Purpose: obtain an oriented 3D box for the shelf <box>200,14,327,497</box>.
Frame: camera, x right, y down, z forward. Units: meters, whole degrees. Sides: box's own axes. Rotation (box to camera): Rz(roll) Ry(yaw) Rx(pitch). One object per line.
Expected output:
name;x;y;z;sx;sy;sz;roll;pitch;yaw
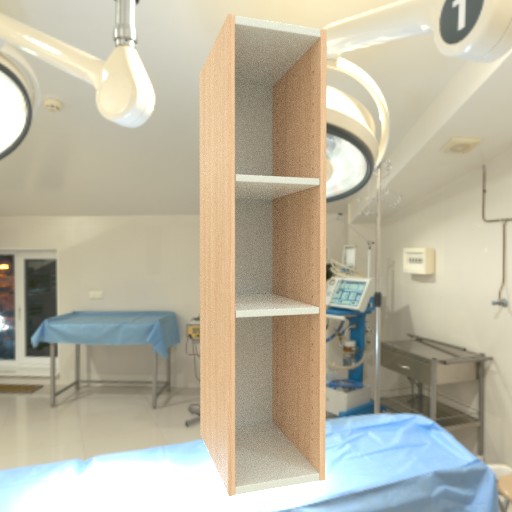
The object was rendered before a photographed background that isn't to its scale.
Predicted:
shelf;0.000;0.000;0.976;0.197;0.882;0.290;0;1;-17
